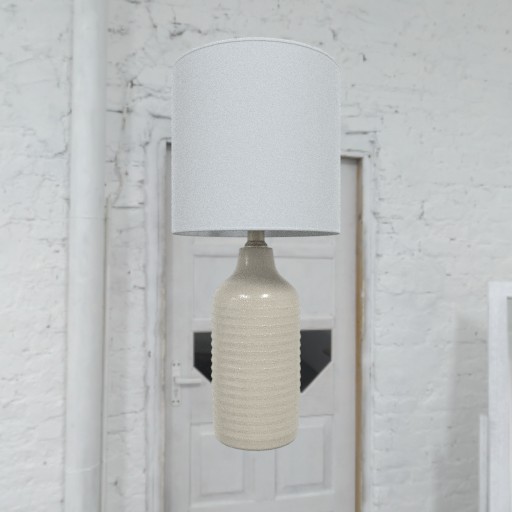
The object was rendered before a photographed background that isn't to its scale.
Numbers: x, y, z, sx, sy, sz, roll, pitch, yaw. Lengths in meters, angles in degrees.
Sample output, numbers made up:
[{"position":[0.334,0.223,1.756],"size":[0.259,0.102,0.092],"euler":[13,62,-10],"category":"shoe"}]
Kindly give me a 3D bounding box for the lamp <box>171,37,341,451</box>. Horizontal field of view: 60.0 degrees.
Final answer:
[{"position":[0.000,0.000,0.591],"size":[0.220,0.475,0.220],"euler":[0,1,-35],"category":"lamp"}]
